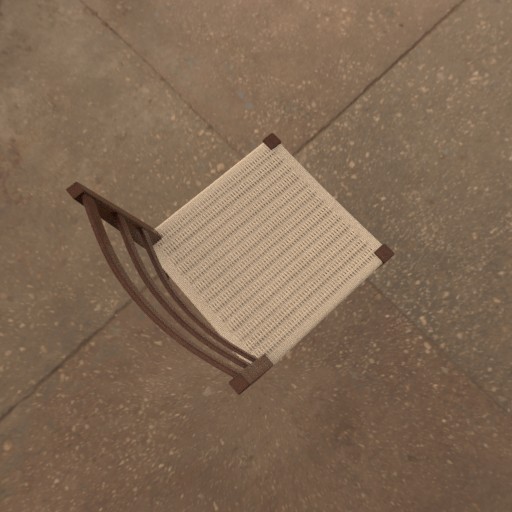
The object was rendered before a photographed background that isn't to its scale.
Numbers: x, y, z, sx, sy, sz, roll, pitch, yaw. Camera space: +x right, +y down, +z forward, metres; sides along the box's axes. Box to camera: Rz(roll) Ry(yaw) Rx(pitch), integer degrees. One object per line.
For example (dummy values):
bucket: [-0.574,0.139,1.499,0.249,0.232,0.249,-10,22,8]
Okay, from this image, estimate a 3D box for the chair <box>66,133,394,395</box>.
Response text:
chair: [0.000,0.000,1.170,0.551,0.813,0.480,-41,79,-10]
